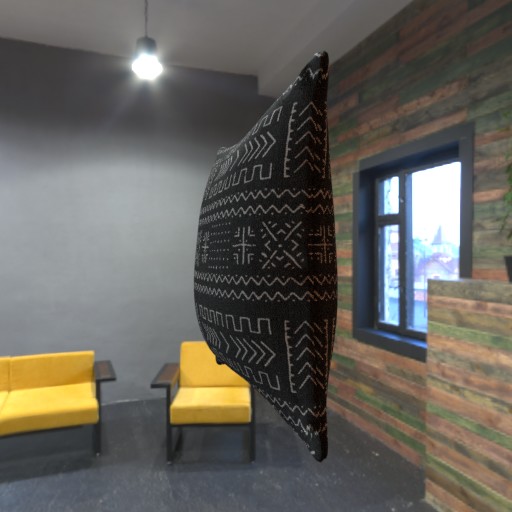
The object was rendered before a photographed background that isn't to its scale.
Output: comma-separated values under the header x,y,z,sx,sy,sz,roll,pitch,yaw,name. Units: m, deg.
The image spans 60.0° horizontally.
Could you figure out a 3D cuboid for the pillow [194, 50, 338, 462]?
x,y,z,sx,sy,sz,roll,pitch,yaw,name
0.000,0.000,0.663,0.164,0.430,0.438,0,0,-19,pillow
